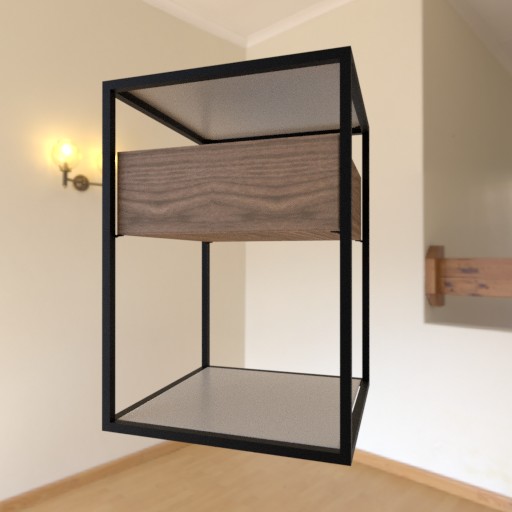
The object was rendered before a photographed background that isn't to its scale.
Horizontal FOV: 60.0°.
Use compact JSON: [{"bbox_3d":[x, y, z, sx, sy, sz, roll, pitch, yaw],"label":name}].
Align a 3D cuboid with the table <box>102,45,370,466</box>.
[{"bbox_3d":[0.000,0.000,0.806,0.378,0.540,0.378,0,0,18],"label":"table"}]
